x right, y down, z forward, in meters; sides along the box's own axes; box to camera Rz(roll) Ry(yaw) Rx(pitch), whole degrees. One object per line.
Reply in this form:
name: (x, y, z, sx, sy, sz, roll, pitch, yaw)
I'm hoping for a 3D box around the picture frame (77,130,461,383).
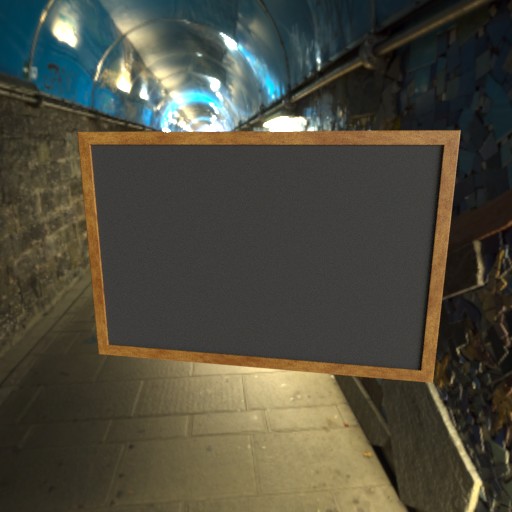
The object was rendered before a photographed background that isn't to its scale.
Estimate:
picture frame: (0.000, 0.000, 1.146, 0.922, 0.621, 0.029, 2, 15, 10)
